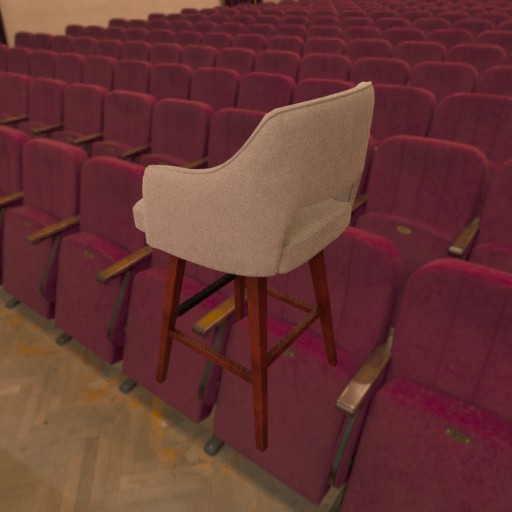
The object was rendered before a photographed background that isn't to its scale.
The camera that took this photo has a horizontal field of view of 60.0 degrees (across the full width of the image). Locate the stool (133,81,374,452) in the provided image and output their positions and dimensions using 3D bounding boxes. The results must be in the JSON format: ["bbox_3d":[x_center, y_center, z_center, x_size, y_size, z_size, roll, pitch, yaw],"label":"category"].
[{"bbox_3d":[0.000,0.000,1.347,0.558,1.012,0.548,21,37,31],"label":"stool"}]
